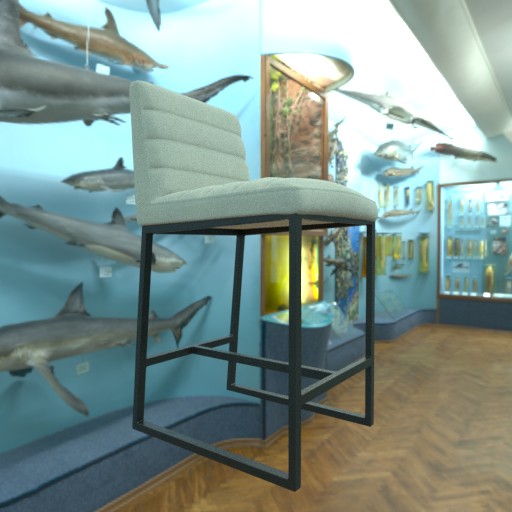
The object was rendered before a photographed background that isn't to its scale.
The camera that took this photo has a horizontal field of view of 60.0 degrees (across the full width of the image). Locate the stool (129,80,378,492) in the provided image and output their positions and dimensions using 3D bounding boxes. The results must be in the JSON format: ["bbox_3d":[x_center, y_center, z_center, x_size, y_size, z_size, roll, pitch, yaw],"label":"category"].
[{"bbox_3d":[0.000,0.000,1.244,0.567,0.971,0.459,1,2,36],"label":"stool"}]
